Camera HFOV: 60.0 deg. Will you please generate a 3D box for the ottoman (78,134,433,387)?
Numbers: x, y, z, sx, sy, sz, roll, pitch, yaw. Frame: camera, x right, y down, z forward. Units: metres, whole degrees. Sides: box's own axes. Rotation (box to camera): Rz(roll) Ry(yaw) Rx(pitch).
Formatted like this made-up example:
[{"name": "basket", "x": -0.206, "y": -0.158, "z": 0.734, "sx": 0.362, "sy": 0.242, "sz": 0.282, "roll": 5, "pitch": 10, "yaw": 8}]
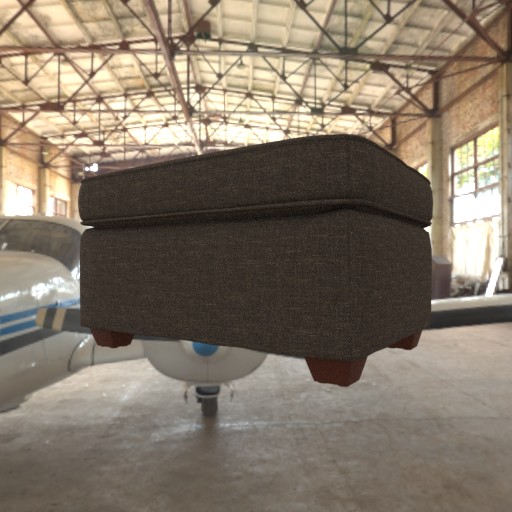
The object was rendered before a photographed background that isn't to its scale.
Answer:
[{"name": "ottoman", "x": 0.000, "y": 0.000, "z": 1.102, "sx": 0.749, "sy": 0.450, "sz": 0.549, "roll": -1, "pitch": -1, "yaw": 34}]
